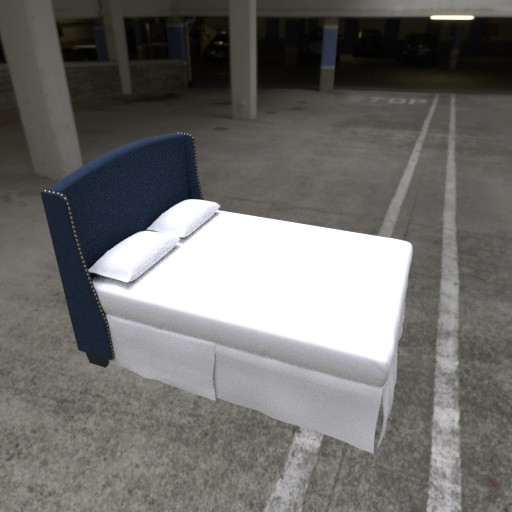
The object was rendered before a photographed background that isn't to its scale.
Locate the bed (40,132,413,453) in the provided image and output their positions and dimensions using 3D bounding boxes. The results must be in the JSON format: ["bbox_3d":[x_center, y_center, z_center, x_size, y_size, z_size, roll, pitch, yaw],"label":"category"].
[{"bbox_3d":[0.000,0.000,3.241,2.223,1.402,1.604,11,31,19],"label":"bed"}]
